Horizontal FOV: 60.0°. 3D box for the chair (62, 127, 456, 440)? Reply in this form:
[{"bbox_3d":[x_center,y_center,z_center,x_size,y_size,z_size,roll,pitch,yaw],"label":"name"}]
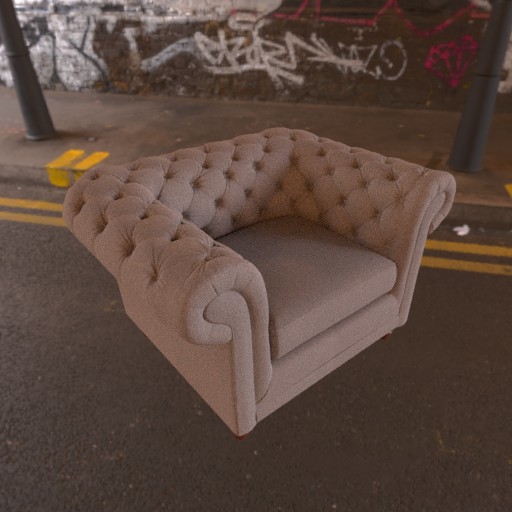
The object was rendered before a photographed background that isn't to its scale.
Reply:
[{"bbox_3d":[0.000,0.000,1.852,1.270,0.770,0.976,-23,38,-33],"label":"chair"}]
